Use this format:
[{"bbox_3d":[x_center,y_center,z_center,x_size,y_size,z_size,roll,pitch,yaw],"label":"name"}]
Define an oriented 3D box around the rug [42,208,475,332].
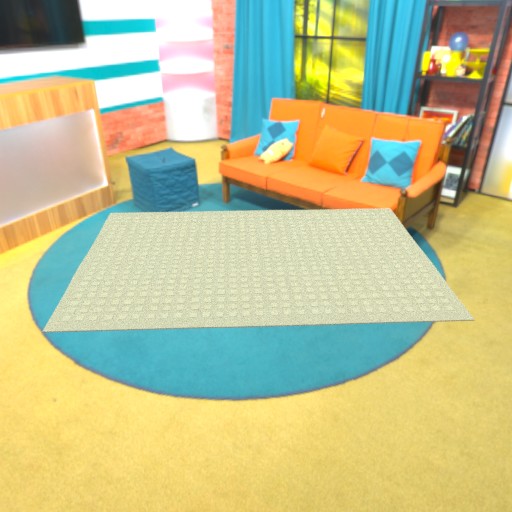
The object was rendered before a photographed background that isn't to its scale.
[{"bbox_3d":[0.000,0.000,2.273,1.747,0.006,1.143,-1,30,-2],"label":"rug"}]
